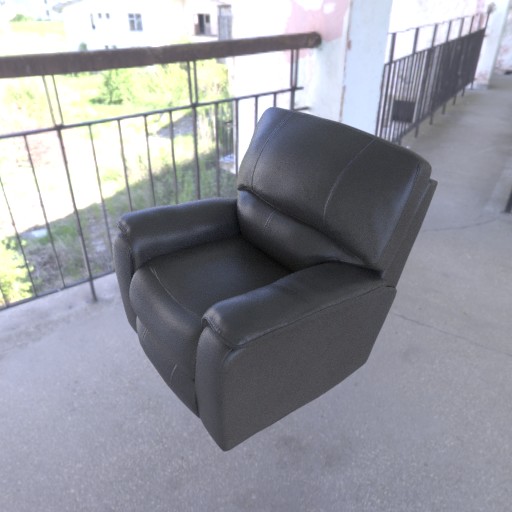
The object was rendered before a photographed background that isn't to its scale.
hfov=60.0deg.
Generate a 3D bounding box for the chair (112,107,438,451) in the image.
[{"bbox_3d":[0.000,0.000,2.020,1.087,1.109,1.096,-20,36,-30],"label":"chair"}]
